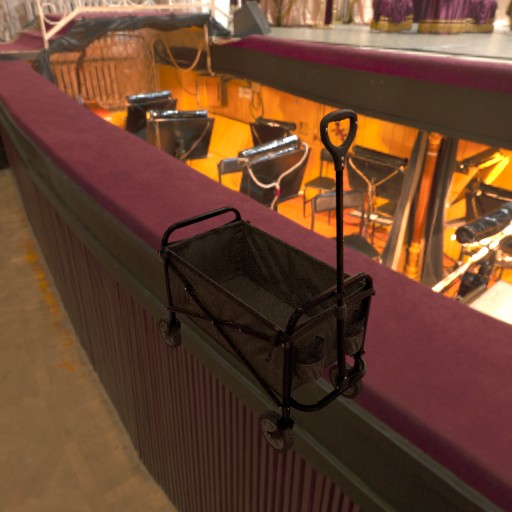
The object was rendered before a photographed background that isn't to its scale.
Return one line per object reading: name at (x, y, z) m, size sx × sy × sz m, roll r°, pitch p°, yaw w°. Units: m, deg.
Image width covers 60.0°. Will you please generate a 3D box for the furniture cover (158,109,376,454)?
furniture cover at (0.000, 0.000, 1.849) m, size 0.532 × 1.295 × 1.038 m, roll -23°, pitch 37°, yaw -34°
